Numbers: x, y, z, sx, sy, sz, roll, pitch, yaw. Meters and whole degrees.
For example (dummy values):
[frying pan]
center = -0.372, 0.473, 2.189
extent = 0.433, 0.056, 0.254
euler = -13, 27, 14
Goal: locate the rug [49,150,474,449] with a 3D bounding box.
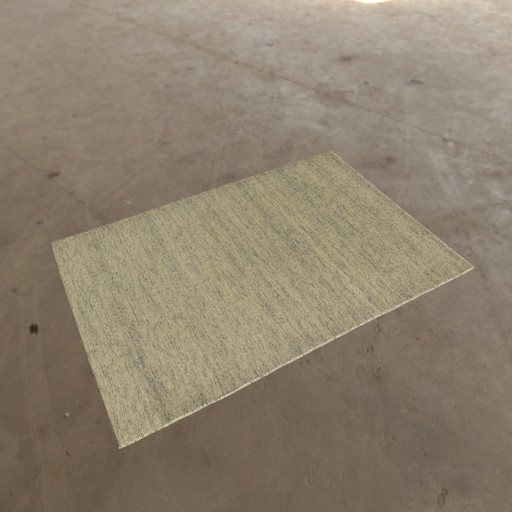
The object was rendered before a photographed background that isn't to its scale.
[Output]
[rug]
center = 0.000, 0.000, 2.301
extent = 1.846, 0.014, 1.243
euler = -22, 50, -20
